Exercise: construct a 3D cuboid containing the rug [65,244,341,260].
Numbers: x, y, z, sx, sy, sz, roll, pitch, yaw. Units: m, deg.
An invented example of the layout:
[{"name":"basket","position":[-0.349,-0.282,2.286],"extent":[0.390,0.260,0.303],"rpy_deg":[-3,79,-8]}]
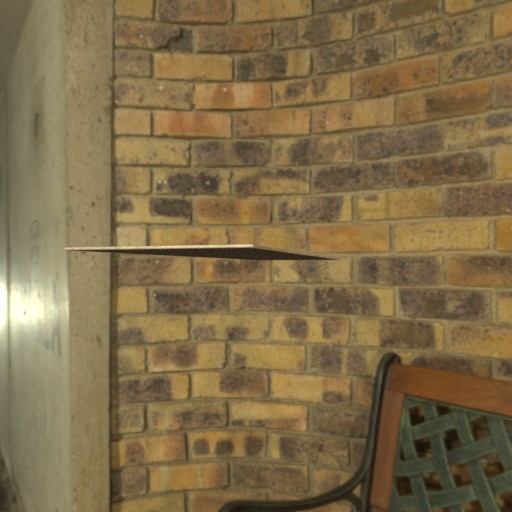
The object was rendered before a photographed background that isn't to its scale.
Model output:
[{"name":"rug","position":[0.000,0.000,2.715],"extent":[0.750,0.011,2.435],"rpy_deg":[0,-2,17]}]
